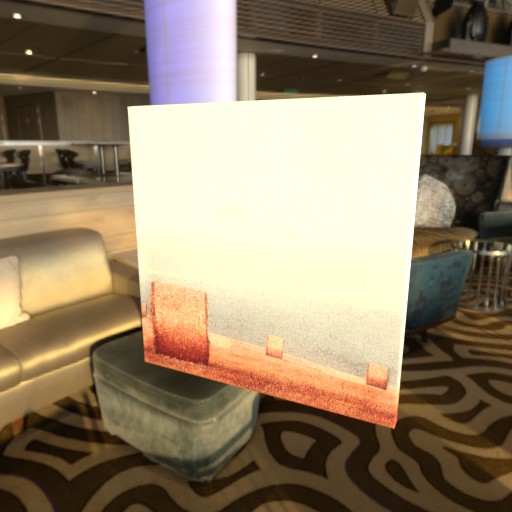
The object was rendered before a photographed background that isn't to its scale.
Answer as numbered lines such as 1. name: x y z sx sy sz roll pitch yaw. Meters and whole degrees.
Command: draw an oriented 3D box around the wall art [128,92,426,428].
1. wall art: 0.000 0.000 0.915 0.605 0.605 0.034 7 16 26
